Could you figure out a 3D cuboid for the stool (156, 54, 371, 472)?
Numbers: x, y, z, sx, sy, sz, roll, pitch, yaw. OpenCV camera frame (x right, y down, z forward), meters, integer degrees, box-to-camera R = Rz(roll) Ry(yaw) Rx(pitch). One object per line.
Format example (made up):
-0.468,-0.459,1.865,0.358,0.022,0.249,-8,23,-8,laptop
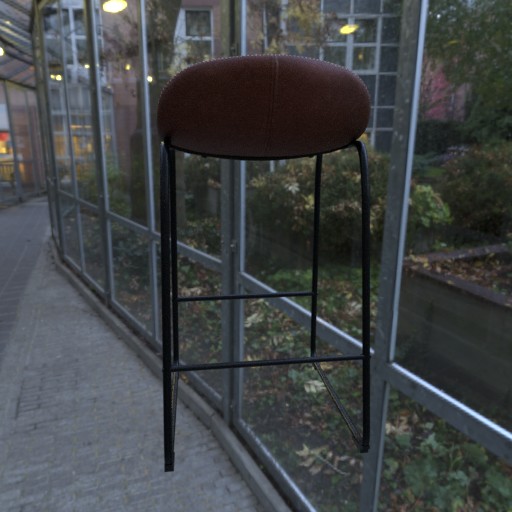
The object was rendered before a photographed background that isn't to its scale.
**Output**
0.000,0.000,1.083,0.454,0.830,0.473,-2,14,-8,stool
